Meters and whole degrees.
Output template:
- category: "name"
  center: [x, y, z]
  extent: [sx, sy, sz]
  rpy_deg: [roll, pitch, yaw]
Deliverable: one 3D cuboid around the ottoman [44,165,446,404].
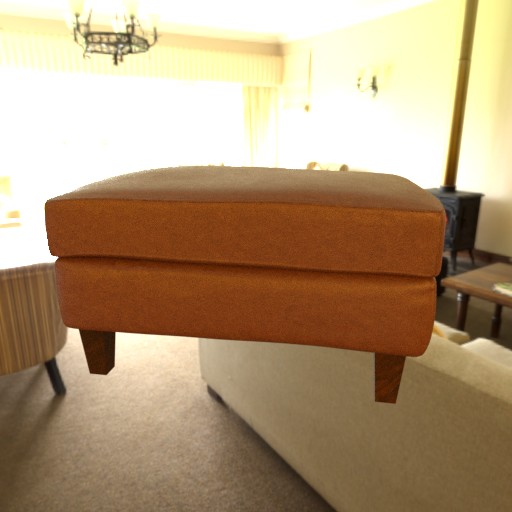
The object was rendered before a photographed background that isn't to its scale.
- category: "ottoman"
  center: [0.000, 0.000, 1.230]
  extent: [0.851, 0.485, 0.650]
  rpy_deg: [3, 16, 10]
